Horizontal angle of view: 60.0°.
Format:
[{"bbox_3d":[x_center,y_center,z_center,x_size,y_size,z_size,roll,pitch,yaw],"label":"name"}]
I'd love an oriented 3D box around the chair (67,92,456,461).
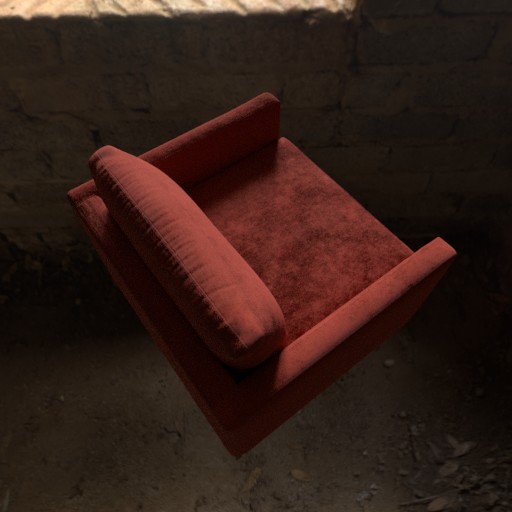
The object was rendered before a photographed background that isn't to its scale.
[{"bbox_3d":[0.000,0.000,1.573,0.875,0.812,0.964,-33,63,-19],"label":"chair"}]
